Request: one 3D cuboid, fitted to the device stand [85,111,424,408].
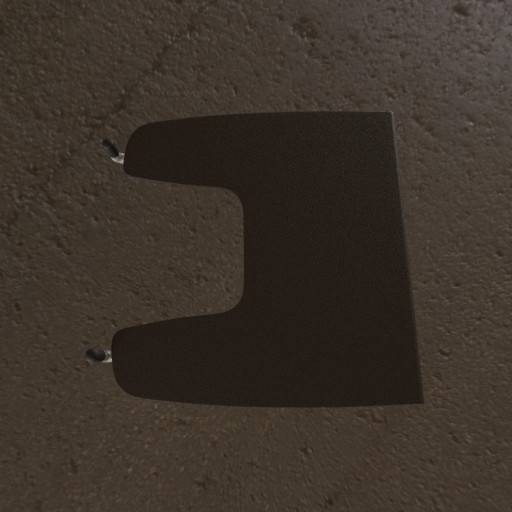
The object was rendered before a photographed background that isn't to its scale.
[{"bbox_3d":[0.000,0.000,0.358,0.230,0.092,0.230,-1,75,0],"label":"device stand"}]
